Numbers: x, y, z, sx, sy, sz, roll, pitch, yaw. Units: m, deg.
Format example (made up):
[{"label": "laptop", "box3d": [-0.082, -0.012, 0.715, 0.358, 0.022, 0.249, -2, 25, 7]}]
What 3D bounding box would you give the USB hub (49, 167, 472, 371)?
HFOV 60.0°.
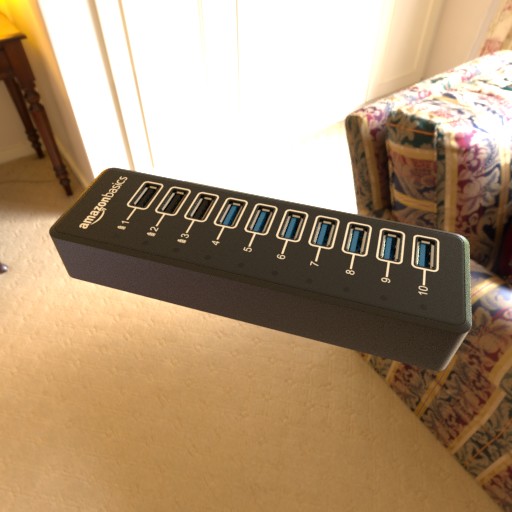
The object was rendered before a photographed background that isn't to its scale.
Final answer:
[{"label": "USB hub", "box3d": [0.000, 0.000, 0.165, 0.145, 0.023, 0.044, 13, 48, 12]}]
